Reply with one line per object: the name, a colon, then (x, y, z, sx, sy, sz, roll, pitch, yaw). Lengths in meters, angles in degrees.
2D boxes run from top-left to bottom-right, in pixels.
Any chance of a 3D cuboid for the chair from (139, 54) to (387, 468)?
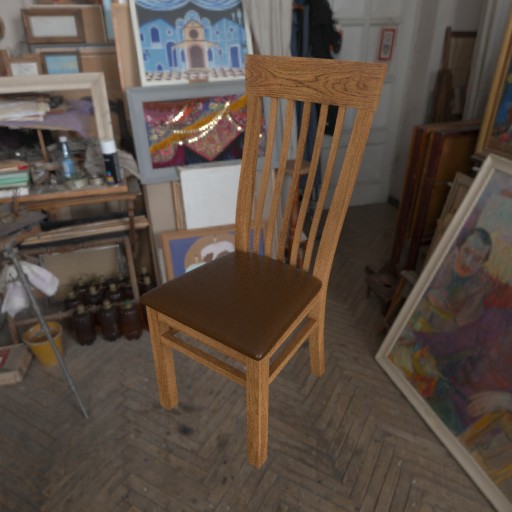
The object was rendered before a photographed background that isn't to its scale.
chair: (0.000, 0.000, 1.335, 0.450, 1.050, 0.580, 19, 35, 30)
